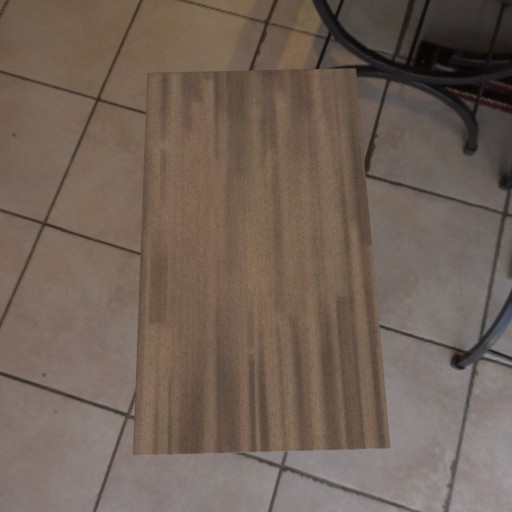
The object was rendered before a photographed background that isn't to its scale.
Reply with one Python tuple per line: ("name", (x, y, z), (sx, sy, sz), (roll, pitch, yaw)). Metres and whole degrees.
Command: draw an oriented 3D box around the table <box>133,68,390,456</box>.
("table", (0.000, 0.000, 1.396), (0.643, 0.347, 1.088), (-1, 76, 0))
